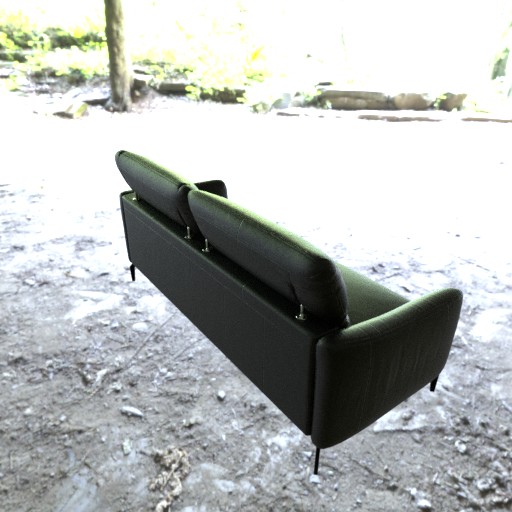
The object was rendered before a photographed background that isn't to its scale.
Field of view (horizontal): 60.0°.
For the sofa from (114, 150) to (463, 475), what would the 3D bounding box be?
[{"bbox_3d":[0.000,0.000,2.477,0.856,0.957,2.069,-18,32,-31],"label":"sofa"}]
